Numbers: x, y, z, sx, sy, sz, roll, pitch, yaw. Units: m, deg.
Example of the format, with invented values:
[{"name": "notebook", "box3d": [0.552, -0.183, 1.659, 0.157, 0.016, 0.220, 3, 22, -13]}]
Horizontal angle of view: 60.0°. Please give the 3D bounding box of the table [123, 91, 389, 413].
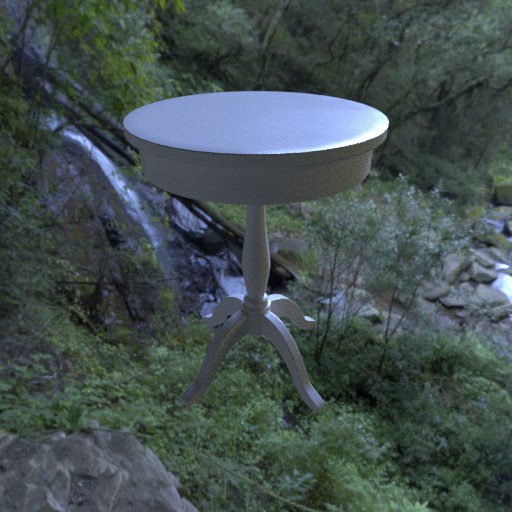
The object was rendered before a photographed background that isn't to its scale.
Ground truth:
[{"name": "table", "box3d": [0.000, 0.000, 1.047, 0.513, 0.653, 0.513, 0, 30, 0]}]
